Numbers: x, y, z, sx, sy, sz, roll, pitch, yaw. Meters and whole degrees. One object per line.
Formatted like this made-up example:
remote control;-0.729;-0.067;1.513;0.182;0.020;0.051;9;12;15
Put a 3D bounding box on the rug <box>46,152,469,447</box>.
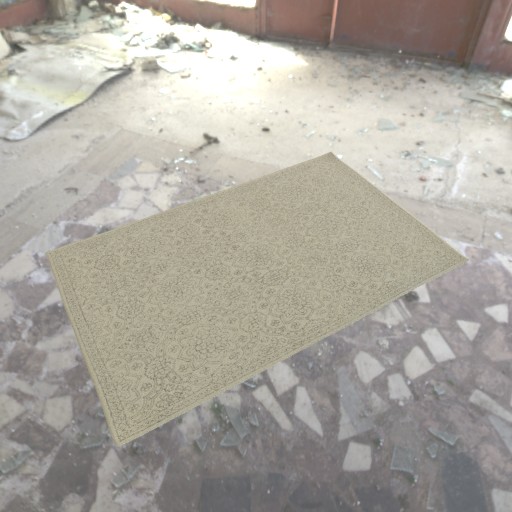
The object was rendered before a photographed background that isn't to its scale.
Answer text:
rug;0.000;0.000;2.385;1.947;0.023;1.214;-23;50;-21
